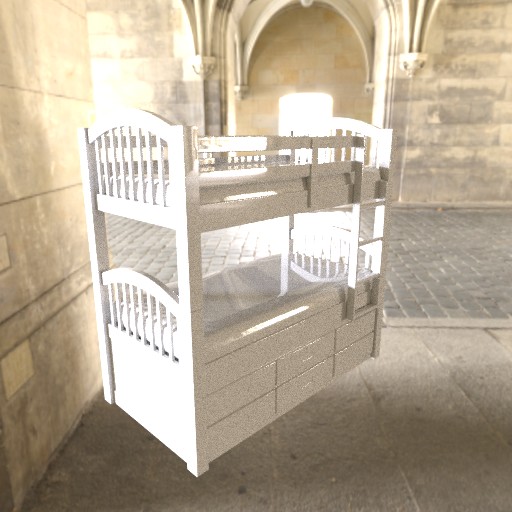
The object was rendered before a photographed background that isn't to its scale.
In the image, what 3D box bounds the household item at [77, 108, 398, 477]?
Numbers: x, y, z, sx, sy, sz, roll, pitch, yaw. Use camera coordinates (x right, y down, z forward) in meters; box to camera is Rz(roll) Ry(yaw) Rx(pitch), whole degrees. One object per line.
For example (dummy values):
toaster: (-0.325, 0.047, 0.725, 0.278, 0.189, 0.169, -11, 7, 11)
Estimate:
household item: (0.000, 0.000, 3.329, 1.143, 2.032, 2.032, 15, 21, 43)
